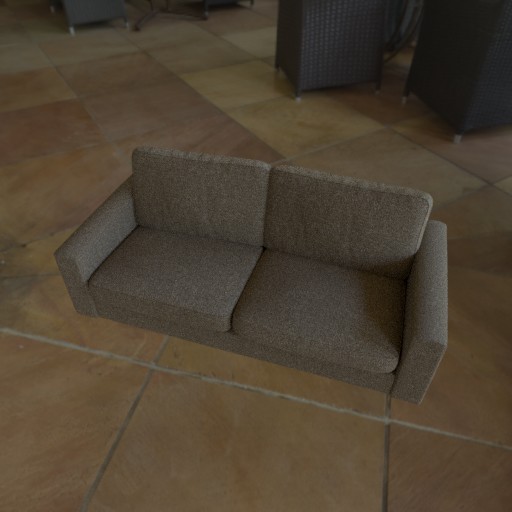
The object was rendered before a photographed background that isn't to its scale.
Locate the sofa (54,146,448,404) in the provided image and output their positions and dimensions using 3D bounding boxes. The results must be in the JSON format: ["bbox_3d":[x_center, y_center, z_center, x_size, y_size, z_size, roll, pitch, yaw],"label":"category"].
[{"bbox_3d":[0.000,0.000,2.720,2.179,0.873,1.016,12,43,13],"label":"sofa"}]
